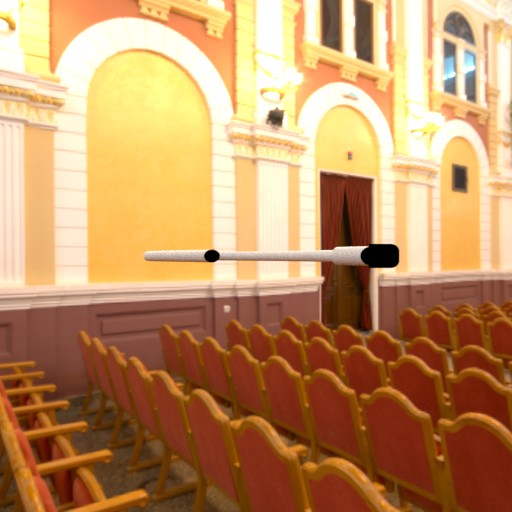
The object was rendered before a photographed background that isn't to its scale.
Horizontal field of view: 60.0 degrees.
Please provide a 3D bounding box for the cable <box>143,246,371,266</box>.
[{"bbox_3d":[0.000,0.000,0.111,0.040,0.006,0.098,0,0,-35],"label":"cable"}]
